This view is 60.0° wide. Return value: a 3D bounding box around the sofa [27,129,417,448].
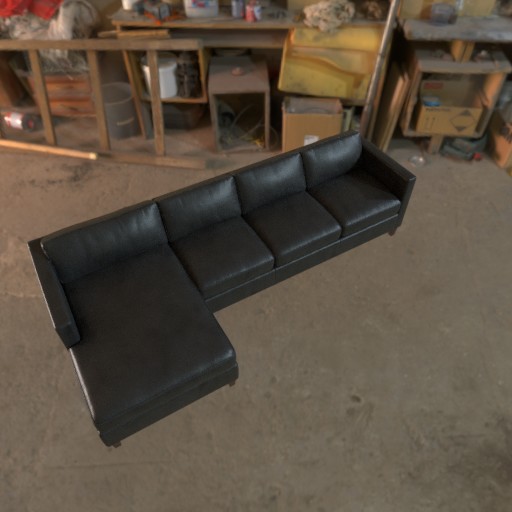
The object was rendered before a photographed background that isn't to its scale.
[{"bbox_3d":[0.000,0.000,3.728,3.203,0.883,1.581,-23,52,-20],"label":"sofa"}]
